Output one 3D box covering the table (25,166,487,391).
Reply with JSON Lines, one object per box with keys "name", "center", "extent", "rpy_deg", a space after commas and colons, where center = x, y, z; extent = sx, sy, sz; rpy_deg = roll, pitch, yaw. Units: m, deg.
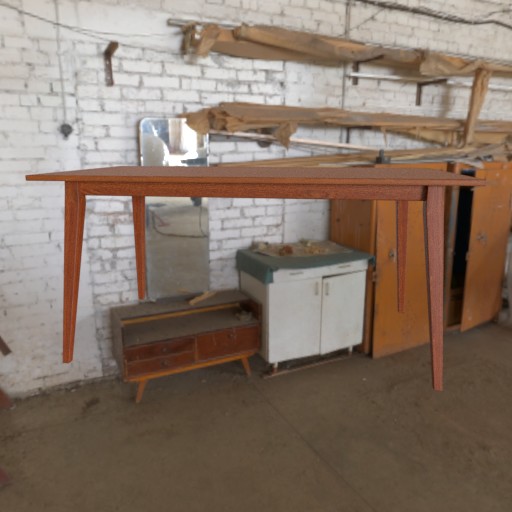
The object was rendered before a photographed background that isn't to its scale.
{"name": "table", "center": [0.000, 0.000, 2.003], "extent": [1.609, 0.755, 0.811], "rpy_deg": [2, 14, 8]}
